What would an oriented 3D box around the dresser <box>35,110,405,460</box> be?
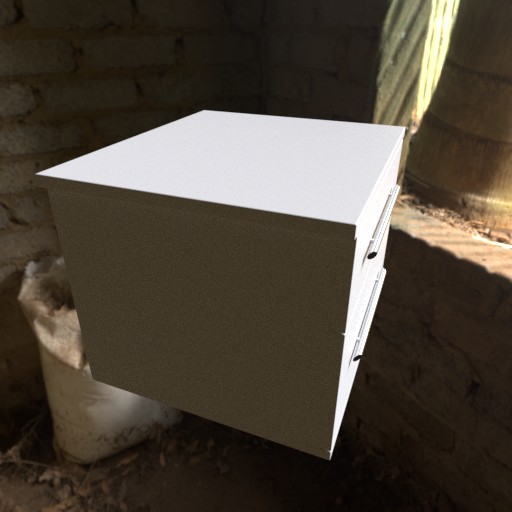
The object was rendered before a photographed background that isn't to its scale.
[{"bbox_3d":[0.000,0.000,0.727,0.400,0.360,0.430,11,31,19],"label":"dresser"}]
